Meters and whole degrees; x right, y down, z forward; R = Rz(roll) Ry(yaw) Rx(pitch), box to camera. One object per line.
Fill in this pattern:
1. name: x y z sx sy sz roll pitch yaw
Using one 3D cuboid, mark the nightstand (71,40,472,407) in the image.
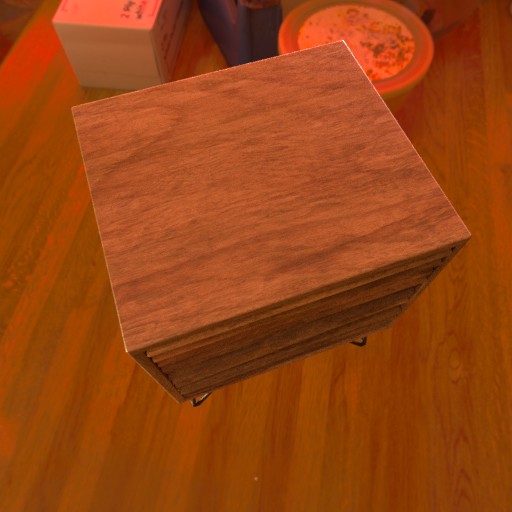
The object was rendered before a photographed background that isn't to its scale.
1. nightstand: 0.000 0.000 0.875 0.457 0.559 0.406 -18 65 -9
